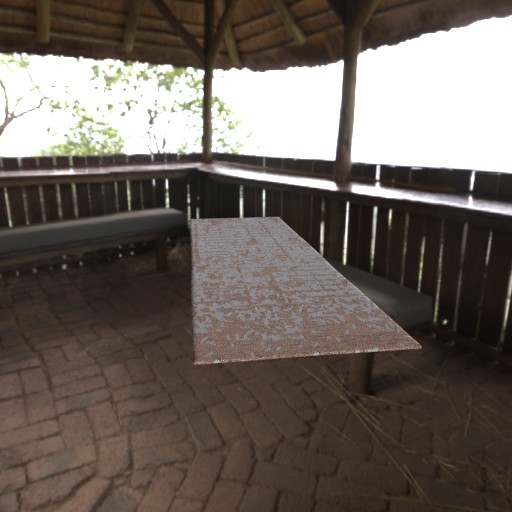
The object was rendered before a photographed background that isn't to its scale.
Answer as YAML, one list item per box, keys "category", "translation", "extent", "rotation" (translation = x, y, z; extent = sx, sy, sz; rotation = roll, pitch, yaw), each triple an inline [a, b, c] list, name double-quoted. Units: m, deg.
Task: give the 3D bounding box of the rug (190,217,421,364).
- category: "rug"
  translation: [0.000, 0.000, 2.572]
  extent: [0.750, 0.011, 2.435]
  rotation: [-2, 15, -8]
